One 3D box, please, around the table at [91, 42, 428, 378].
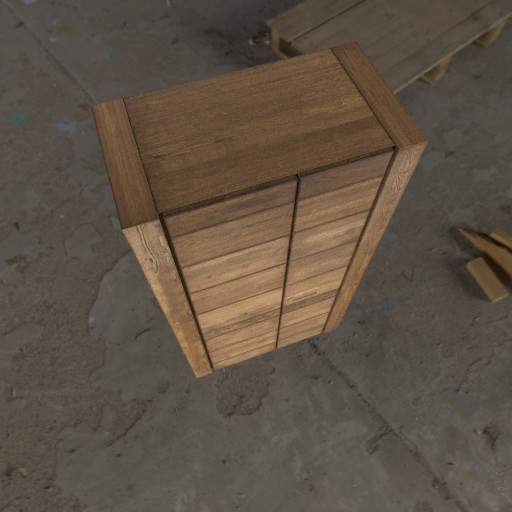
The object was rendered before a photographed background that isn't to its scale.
[{"bbox_3d":[0.000,0.000,2.489,1.100,2.000,0.600,-17,63,-9],"label":"table"}]
